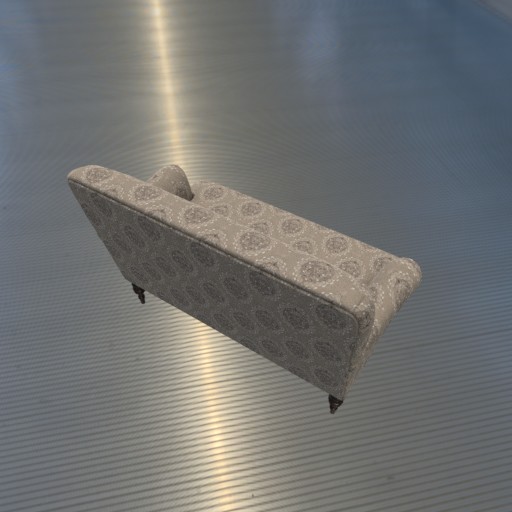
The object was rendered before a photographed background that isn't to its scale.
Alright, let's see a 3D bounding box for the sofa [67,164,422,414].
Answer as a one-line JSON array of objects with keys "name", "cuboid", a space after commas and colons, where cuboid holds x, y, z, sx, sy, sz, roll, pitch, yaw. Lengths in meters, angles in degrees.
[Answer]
[{"name": "sofa", "cuboid": [0.000, 0.000, 1.909, 1.297, 0.889, 0.779, 25, 51, 22]}]
